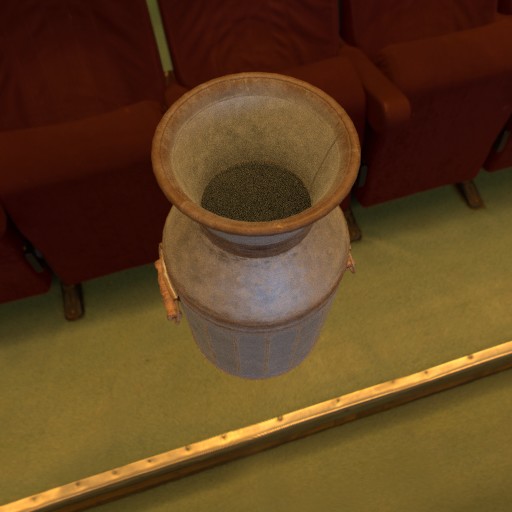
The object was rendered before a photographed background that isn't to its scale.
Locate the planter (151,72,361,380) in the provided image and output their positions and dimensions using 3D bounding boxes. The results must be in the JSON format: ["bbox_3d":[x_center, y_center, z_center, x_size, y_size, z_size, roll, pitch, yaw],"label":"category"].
[{"bbox_3d":[0.000,0.000,0.535,0.245,0.396,0.214,-16,64,-8],"label":"planter"}]
